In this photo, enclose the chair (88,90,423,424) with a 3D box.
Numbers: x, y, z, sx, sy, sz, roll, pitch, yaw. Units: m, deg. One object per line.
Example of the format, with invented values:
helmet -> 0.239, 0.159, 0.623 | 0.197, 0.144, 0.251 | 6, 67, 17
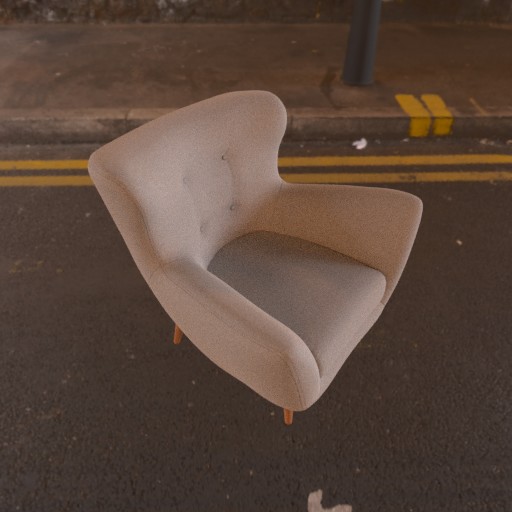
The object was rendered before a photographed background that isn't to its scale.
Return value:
chair -> 0.000, 0.000, 1.613 | 0.889, 0.889, 0.890 | 26, 46, 28
